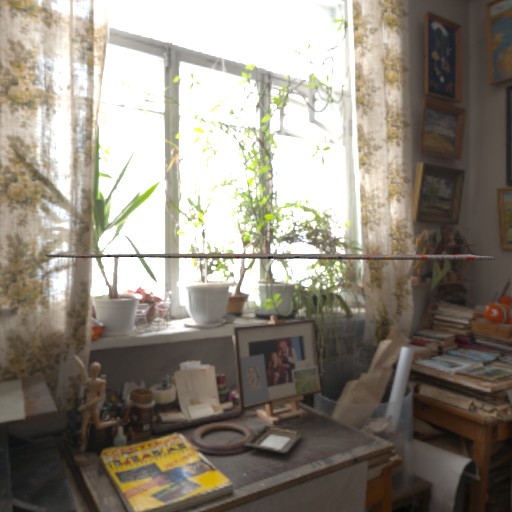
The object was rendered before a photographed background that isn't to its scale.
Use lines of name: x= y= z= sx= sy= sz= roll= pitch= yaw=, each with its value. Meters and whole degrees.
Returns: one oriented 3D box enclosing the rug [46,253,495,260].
rug: x=0.000 y=0.000 z=2.625 sx=2.419 sy=0.022 sz=0.744 roll=0 pitch=1 yaw=18
